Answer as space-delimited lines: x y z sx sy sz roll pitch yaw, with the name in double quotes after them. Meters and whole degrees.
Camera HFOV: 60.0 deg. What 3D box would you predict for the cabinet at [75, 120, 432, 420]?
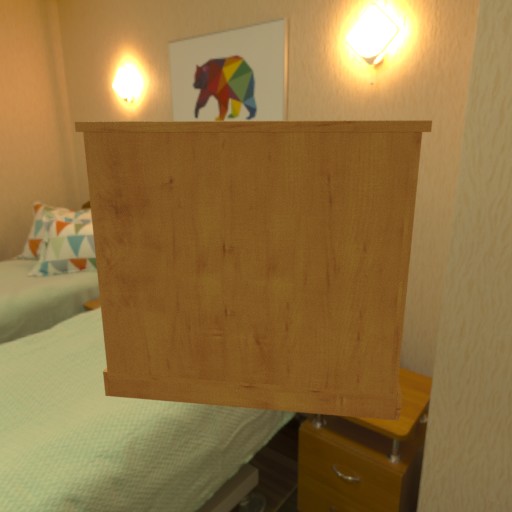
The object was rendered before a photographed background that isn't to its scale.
0.000 0.000 1.456 0.920 0.840 0.450 2 16 8 "cabinet"
